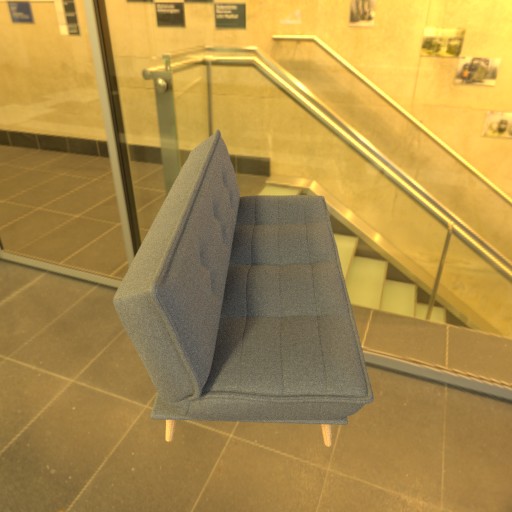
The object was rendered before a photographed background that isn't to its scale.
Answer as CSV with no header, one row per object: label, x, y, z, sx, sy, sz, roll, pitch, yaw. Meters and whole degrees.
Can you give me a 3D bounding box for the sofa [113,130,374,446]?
sofa,0.000,0.000,2.449,0.950,0.890,1.940,1,31,2
